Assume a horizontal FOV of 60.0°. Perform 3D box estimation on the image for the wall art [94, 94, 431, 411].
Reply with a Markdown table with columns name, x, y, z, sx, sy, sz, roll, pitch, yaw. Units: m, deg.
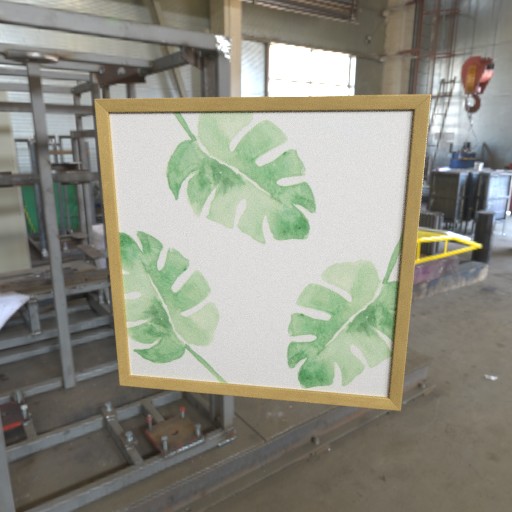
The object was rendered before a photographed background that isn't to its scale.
| name | x | y | z | sx | sy | sz | roll | pitch | yaw |
| --- | --- | --- | --- | --- | --- | --- | --- | --- | --- |
| wall art | 0.000 | 0.000 | 0.454 | 0.305 | 0.305 | 0.038 | 2 | 15 | 9 |
